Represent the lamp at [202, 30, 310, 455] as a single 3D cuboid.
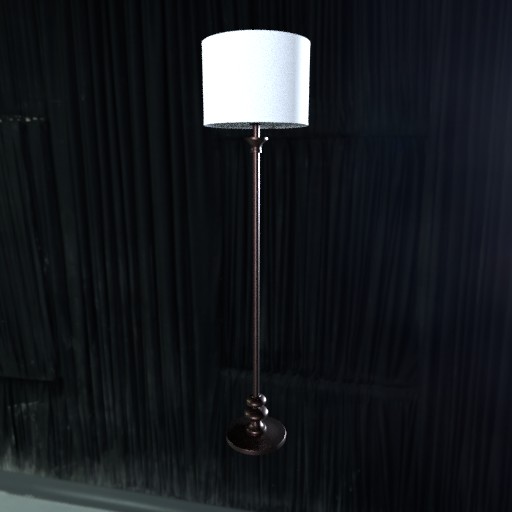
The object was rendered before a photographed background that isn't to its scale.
[{"bbox_3d":[0.000,0.000,1.626,0.356,1.487,0.356,2,13,8],"label":"lamp"}]
